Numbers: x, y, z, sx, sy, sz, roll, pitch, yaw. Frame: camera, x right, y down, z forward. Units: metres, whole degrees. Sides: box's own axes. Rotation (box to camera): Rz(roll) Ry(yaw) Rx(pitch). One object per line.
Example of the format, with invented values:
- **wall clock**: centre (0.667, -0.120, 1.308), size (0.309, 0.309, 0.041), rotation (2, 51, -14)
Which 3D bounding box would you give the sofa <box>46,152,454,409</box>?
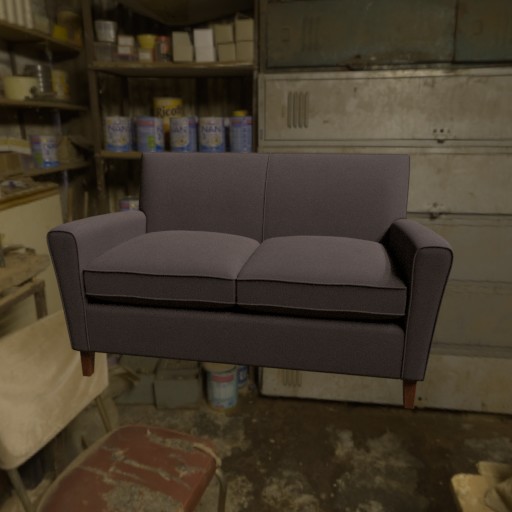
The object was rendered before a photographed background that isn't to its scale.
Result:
- **sofa**: centre (0.000, 0.000, 1.955), size (1.420, 0.846, 0.871), rotation (3, 16, 9)
